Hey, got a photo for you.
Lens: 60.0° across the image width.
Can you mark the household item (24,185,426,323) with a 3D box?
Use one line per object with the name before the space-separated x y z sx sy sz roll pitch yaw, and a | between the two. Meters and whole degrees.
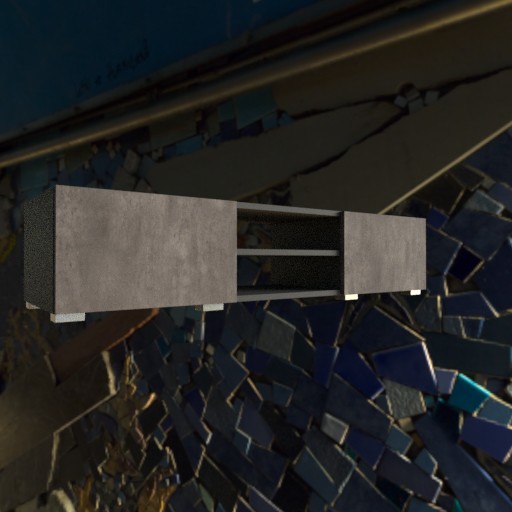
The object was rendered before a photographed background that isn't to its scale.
household item | 0.000 0.000 1.559 1.400 0.310 0.420 0 -1 -36
